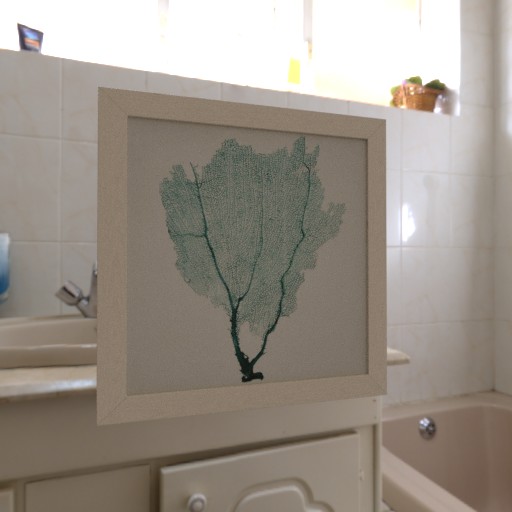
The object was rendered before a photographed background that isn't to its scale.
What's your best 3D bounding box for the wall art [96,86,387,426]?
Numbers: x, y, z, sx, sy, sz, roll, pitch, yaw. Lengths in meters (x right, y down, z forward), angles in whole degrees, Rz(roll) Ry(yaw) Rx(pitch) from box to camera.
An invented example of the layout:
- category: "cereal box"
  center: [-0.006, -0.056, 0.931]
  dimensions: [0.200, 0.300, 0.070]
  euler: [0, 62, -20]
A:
- category: "wall art"
  center: [0.000, 0.000, 0.848]
  dimensions: [0.572, 0.577, 0.015]
  euler: [0, -1, -18]
